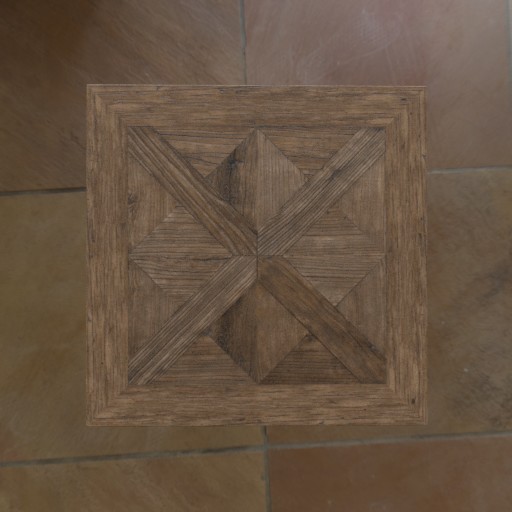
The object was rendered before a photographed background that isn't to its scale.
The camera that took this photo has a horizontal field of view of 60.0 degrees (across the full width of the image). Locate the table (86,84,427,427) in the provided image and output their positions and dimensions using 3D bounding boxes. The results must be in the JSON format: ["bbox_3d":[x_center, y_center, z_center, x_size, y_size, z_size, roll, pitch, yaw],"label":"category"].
[{"bbox_3d":[0.000,0.000,1.175,0.700,0.532,0.700,0,90,-1],"label":"table"}]
